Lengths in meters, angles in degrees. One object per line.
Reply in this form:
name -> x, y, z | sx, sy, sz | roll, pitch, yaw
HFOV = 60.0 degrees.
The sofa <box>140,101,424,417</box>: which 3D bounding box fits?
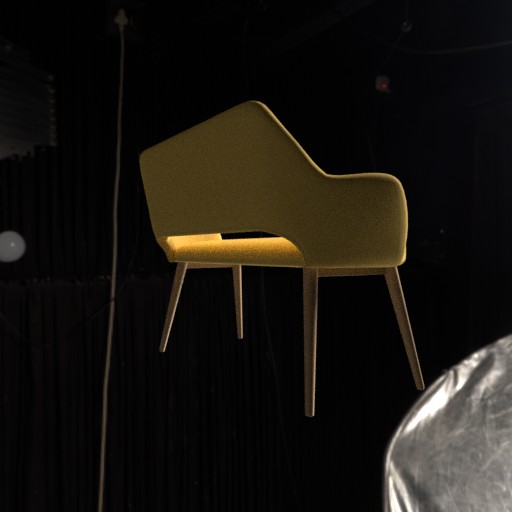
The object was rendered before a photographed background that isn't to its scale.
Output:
sofa -> 0.000, 0.000, 1.647 | 0.610, 0.840, 1.150 | 0, 1, -36
